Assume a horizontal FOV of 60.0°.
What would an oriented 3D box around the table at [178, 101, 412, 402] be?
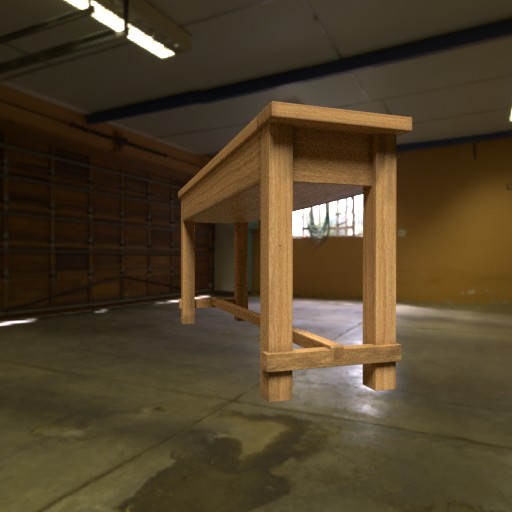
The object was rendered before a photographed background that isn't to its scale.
[{"bbox_3d":[0.000,0.000,1.919,0.442,0.762,1.599,0,0,-18],"label":"table"}]
